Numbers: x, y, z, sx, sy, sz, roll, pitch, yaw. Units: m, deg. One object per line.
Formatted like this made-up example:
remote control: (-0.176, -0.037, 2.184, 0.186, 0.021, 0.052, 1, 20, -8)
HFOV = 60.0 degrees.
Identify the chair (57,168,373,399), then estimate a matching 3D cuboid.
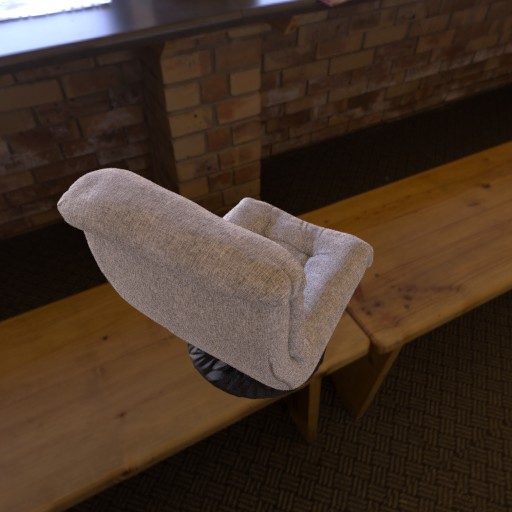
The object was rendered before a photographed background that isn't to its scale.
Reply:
chair: (0.000, 0.000, 0.960, 0.400, 0.600, 0.583, 23, 51, 20)
